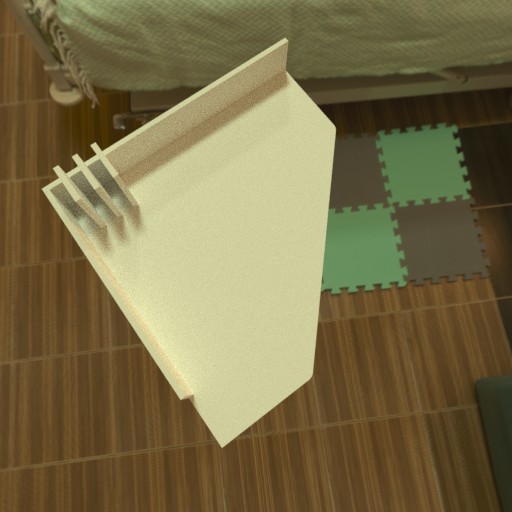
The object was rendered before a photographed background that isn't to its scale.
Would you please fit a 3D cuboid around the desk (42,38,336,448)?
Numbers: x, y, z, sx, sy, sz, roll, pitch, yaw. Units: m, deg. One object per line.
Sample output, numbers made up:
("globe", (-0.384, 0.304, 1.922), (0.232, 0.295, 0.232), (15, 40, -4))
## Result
("desk", (0.000, 0.000, 1.728), (0.940, 0.986, 0.940), (-35, 77, -9))
